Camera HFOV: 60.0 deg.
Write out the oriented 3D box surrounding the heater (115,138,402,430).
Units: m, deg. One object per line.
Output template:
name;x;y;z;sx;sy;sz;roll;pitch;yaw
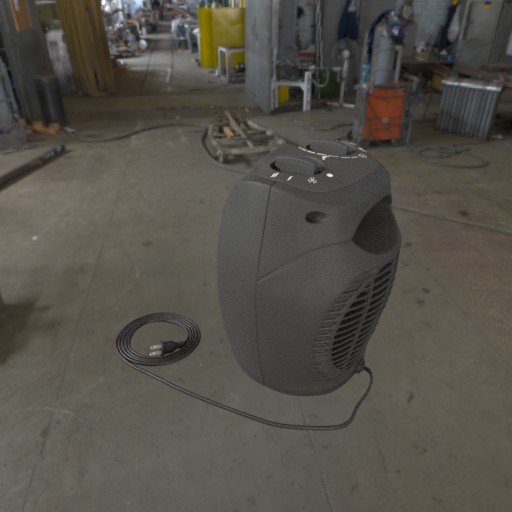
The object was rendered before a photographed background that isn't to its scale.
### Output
heater;0.000;0.000;0.474;0.291;0.240;0.239;20;36;30
